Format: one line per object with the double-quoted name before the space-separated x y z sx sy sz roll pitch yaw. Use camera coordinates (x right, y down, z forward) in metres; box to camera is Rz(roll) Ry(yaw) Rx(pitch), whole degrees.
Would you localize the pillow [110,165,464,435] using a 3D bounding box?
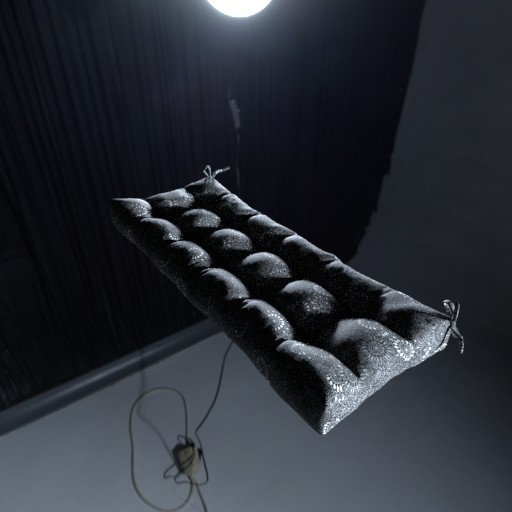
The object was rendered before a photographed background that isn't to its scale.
"pillow" 0.000 0.000 1.352 0.511 0.174 1.194 -22 38 -30
